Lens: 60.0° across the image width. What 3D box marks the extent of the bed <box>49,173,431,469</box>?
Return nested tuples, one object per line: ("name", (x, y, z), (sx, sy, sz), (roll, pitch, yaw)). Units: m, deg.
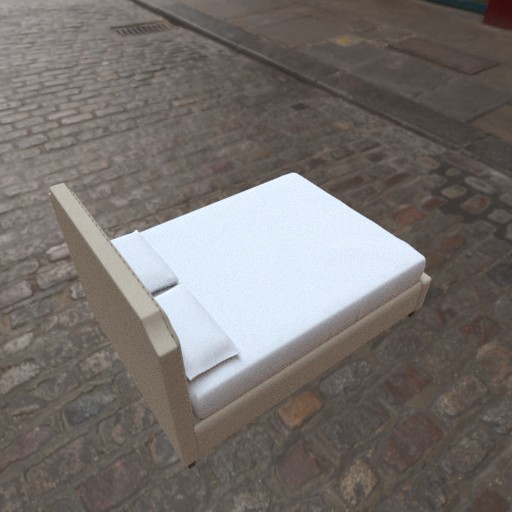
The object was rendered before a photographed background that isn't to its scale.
("bed", (0.000, 0.000, 3.446), (2.329, 1.415, 1.703), (-26, 47, -26))
